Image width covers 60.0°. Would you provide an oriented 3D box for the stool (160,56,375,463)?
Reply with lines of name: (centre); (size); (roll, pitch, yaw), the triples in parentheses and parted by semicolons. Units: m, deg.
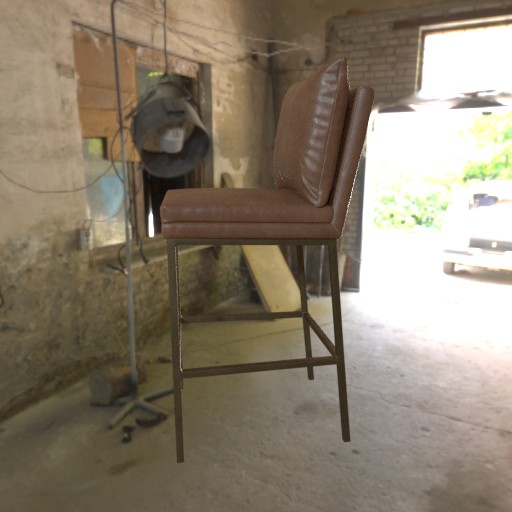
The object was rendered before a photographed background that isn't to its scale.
stool: (0.000, 0.000, 1.428); (0.571, 1.124, 0.463); (-2, 13, -9)
